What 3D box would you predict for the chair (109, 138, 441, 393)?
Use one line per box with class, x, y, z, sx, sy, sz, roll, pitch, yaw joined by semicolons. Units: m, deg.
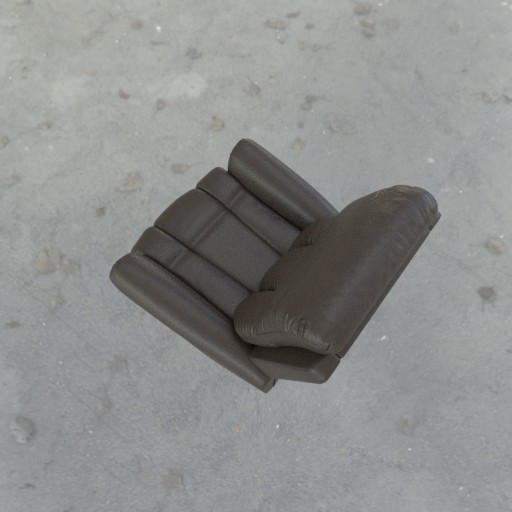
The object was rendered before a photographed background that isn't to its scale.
chair;0.000;0.000;1.751;0.978;1.028;0.869;35;69;16
